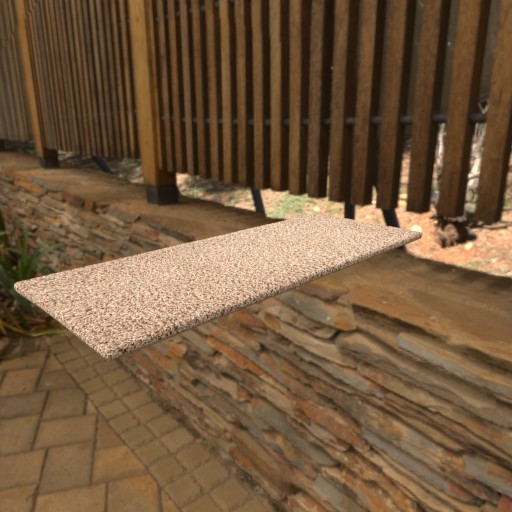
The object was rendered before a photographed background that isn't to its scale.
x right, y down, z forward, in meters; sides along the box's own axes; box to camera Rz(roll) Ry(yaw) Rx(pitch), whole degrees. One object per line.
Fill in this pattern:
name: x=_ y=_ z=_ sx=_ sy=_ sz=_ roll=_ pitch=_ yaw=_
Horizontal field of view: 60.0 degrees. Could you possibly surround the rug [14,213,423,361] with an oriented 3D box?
rug: x=0.000 y=0.000 z=1.683 sx=0.609 sy=0.030 sz=1.524 roll=16 pitch=23 yaw=43
